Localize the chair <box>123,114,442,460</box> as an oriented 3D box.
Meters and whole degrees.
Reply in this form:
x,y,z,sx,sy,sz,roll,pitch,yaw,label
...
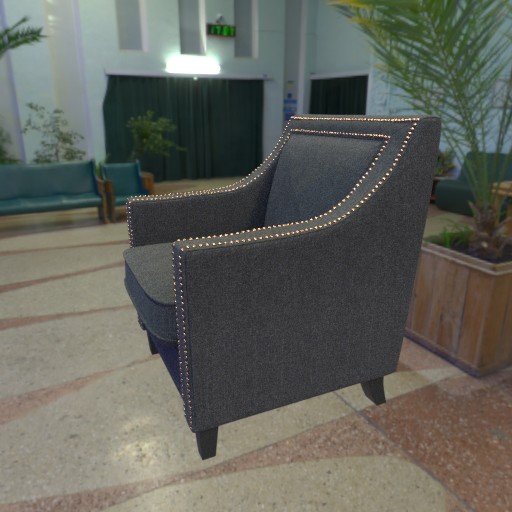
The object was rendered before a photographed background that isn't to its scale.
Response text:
x,y,z,sx,sy,sz,roll,pitch,yaw,label
0.000,0.000,1.590,0.884,0.967,0.776,-8,20,-24,chair
